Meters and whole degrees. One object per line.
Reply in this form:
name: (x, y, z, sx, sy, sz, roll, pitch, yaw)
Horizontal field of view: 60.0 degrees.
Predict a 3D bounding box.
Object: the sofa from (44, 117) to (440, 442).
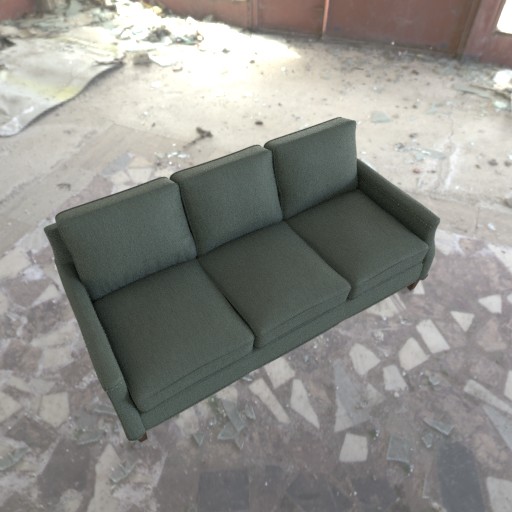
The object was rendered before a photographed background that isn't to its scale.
sofa: (0.000, 0.000, 2.815, 2.246, 1.003, 1.084, -24, 51, -21)
